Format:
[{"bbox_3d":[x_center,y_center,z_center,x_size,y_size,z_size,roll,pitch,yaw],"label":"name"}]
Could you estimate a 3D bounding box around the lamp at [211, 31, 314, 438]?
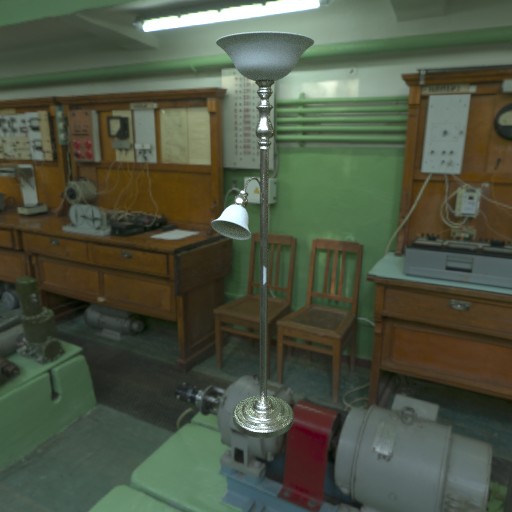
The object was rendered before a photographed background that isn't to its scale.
[{"bbox_3d":[0.000,0.000,1.992,0.405,1.785,0.575,7,17,25],"label":"lamp"}]
